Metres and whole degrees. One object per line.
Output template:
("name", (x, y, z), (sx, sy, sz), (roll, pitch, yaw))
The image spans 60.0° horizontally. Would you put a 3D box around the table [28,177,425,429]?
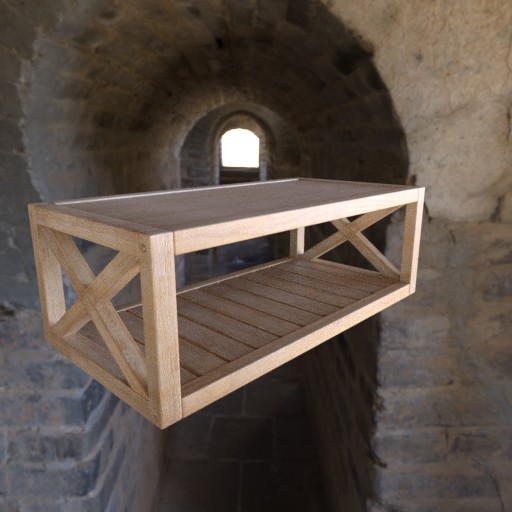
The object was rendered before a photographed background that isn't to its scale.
("table", (0.000, 0.000, 1.632), (0.660, 0.457, 1.321), (14, 20, 42))
